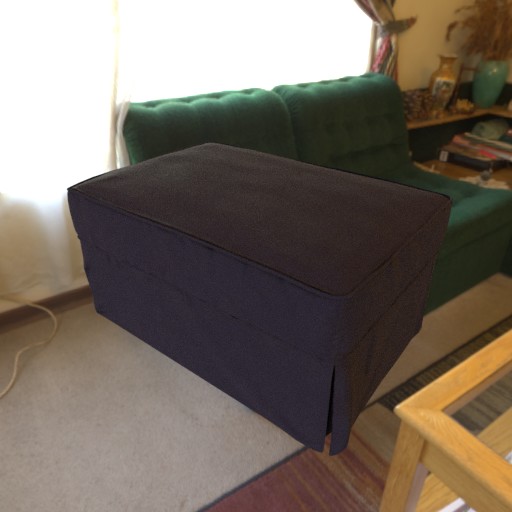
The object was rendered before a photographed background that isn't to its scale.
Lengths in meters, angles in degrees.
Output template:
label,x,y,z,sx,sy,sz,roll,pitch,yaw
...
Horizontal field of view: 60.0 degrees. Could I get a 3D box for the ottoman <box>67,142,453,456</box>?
label,x,y,z,sx,sy,sz,roll,pitch,yaw
ottoman,0.000,0.000,1.318,0.938,0.503,0.637,21,36,32
